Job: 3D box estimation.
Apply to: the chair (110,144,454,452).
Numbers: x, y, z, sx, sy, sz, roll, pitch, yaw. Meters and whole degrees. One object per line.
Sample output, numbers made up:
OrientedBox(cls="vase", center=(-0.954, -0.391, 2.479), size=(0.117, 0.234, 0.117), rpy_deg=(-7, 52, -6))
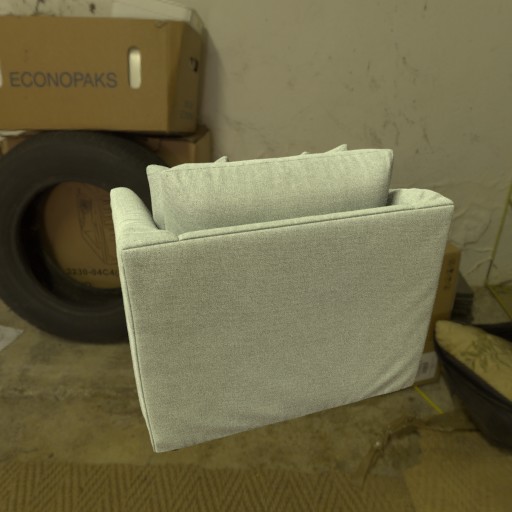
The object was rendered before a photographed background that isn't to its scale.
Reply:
OrientedBox(cls="chair", center=(0.000, 0.000, 2.021), size=(1.194, 1.059, 1.071), rpy_deg=(-9, 28, -16))
